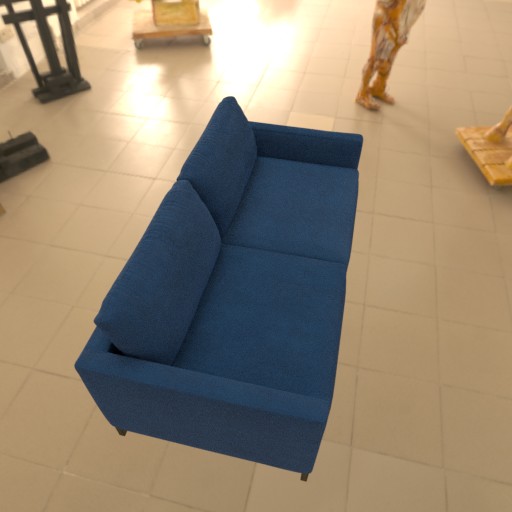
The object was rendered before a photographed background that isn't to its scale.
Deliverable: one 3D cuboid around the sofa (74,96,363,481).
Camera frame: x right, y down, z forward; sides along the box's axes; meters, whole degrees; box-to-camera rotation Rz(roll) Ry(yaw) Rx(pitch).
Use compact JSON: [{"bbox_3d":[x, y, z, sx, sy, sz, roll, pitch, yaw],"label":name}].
[{"bbox_3d":[0.000,0.000,2.099,0.875,0.817,1.676,10,48,9],"label":"sofa"}]
